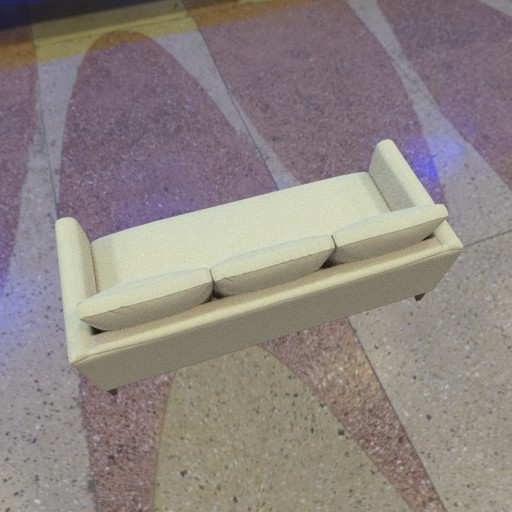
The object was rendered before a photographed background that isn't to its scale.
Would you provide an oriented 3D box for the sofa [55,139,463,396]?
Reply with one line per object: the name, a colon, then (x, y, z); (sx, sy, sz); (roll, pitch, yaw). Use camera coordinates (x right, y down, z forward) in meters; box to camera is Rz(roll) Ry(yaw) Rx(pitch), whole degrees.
sofa: (0.000, 0.000, 2.717); (2.198, 0.911, 0.902); (-15, 60, -9)
